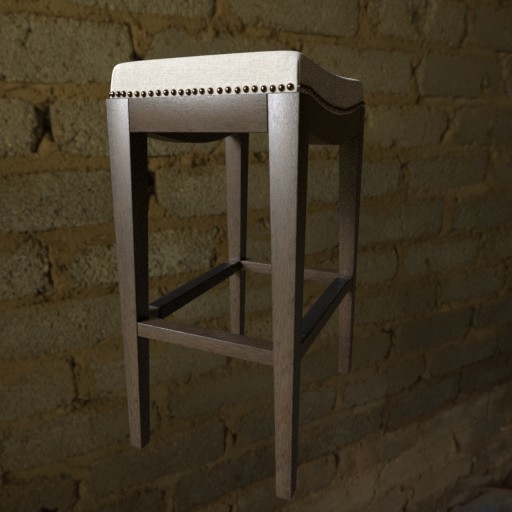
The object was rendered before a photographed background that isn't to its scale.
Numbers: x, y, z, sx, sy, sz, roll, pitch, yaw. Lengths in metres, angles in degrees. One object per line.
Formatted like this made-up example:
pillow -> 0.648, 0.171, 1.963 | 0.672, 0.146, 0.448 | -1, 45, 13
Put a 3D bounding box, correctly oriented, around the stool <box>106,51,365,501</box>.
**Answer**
stool -> 0.000, 0.000, 0.981 | 0.358, 0.759, 0.498 | 7, 17, 23
